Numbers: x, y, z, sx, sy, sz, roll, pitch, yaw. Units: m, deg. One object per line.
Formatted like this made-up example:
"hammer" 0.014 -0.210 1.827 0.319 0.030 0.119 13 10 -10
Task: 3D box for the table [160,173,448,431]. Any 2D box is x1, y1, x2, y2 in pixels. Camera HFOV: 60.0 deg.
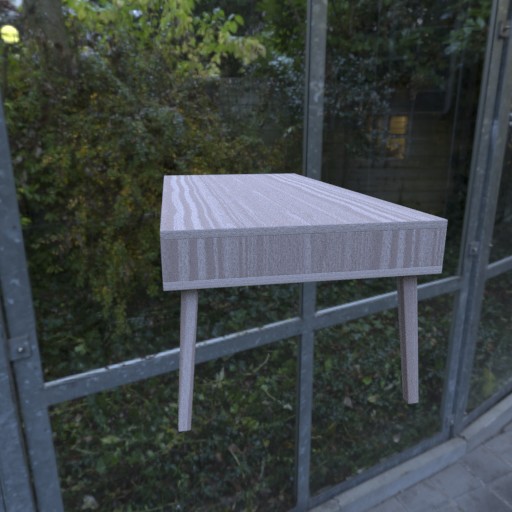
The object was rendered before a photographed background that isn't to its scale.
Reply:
"table" 0.000 0.000 1.514 0.600 0.450 1.200 -3 15 -11
